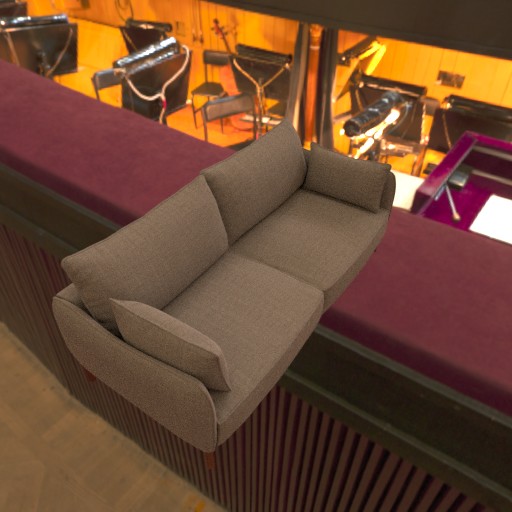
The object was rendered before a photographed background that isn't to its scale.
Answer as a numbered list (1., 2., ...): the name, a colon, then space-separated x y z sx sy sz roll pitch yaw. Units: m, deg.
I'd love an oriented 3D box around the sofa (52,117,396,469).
1. sofa: 0.000 0.000 2.514 0.972 0.851 1.989 24 46 25
